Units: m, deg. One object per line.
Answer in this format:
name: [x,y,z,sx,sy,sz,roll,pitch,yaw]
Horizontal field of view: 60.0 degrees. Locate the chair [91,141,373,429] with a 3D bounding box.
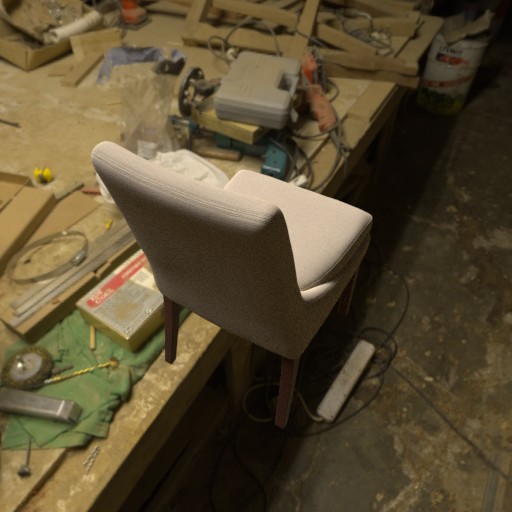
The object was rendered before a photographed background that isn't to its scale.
chair: [0.000,0.000,1.298,0.515,0.940,0.638,23,51,20]
